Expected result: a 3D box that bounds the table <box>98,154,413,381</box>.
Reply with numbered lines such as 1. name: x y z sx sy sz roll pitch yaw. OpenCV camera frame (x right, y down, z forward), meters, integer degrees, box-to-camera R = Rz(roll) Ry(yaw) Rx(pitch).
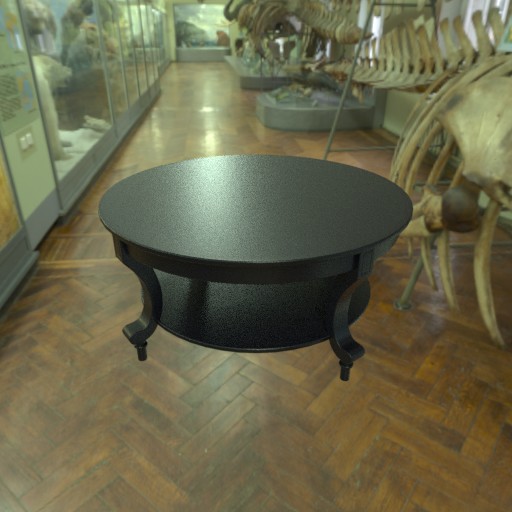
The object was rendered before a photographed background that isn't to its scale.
1. table: 0.000 0.000 1.620 1.029 0.491 1.029 0 27 0
